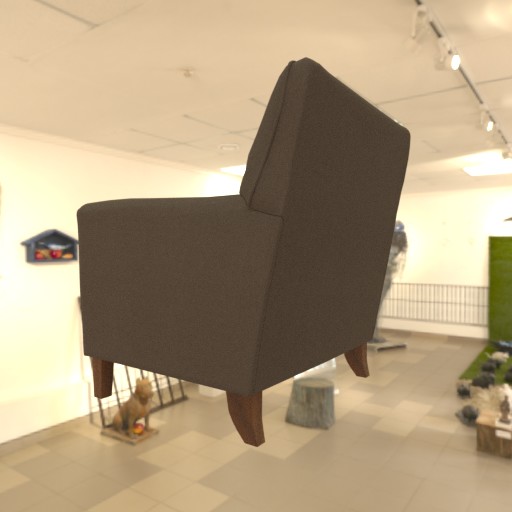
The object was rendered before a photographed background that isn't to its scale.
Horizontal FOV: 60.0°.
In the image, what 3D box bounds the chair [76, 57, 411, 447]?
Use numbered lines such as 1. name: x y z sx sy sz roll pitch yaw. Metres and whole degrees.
1. chair: 0.000 0.000 1.523 0.831 0.911 0.836 1 1 35
